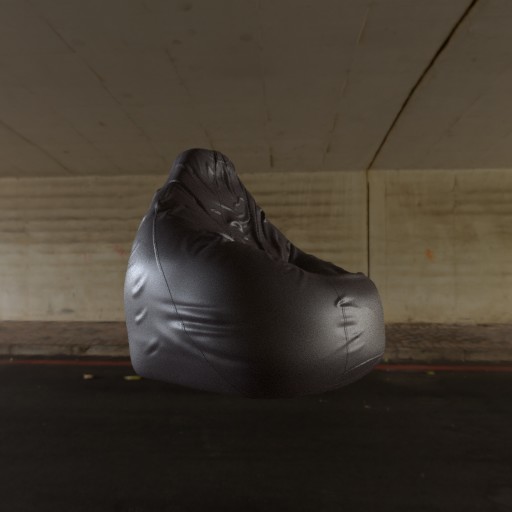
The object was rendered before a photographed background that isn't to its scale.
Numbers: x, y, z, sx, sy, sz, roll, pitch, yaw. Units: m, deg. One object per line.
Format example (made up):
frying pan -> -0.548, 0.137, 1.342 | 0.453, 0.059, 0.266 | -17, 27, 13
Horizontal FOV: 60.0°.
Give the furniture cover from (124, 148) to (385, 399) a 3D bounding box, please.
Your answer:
furniture cover -> 0.000, 0.000, 1.911 | 1.070, 0.990, 1.070 | 0, -1, 36
